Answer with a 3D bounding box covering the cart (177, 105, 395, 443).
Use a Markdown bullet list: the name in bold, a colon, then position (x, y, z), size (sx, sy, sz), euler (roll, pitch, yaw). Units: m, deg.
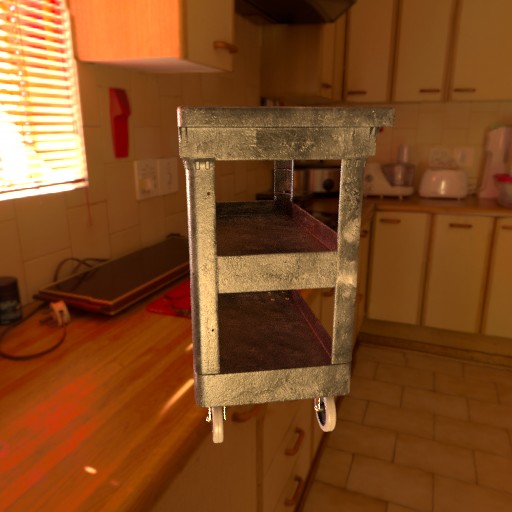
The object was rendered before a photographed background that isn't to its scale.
- **cart**: position (0.000, 0.000, 1.345), size (0.420, 0.824, 0.877), euler (-2, 16, -8)
